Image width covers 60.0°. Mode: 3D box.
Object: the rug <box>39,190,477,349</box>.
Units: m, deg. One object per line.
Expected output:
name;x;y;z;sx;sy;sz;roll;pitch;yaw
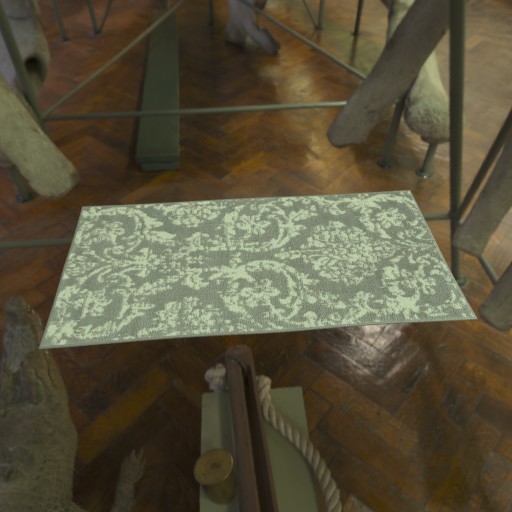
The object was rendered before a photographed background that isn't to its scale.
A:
rug;0.000;0.000;1.434;1.219;0.007;0.604;-3;46;-3
